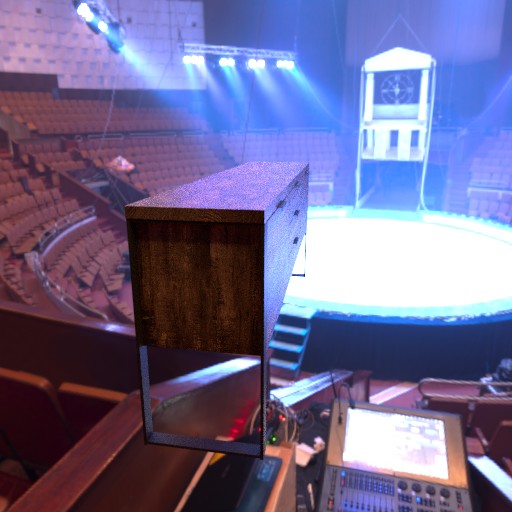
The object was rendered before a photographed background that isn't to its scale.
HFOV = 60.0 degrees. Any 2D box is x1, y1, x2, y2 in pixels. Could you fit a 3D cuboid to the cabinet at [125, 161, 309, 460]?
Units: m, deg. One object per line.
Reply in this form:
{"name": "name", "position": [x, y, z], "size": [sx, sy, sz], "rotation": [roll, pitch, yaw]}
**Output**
{"name": "cabinet", "position": [0.000, 0.000, 2.113], "size": [0.395, 0.762, 1.800], "rotation": [3, 16, 10]}
